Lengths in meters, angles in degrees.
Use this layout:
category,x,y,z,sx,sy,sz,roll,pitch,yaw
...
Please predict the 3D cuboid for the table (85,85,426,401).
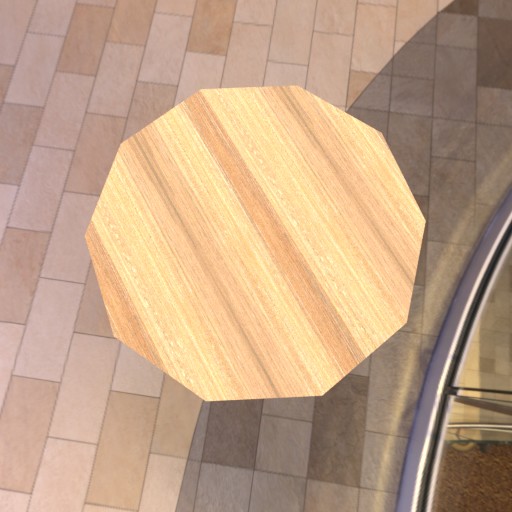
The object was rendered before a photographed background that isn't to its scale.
category,x,y,z,sx,sy,sz,roll,pitch,yaw
table,0.000,0.000,1.904,1.186,0.752,1.186,0,75,0
